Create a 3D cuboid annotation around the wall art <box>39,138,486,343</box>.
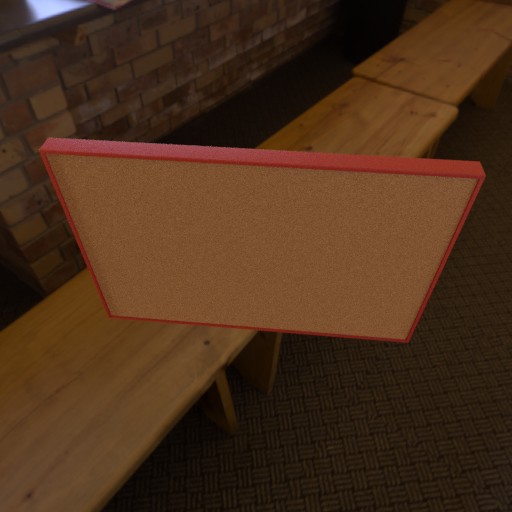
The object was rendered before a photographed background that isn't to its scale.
[{"bbox_3d":[0.000,0.000,0.758,0.607,0.405,0.033,4,47,4],"label":"wall art"}]
